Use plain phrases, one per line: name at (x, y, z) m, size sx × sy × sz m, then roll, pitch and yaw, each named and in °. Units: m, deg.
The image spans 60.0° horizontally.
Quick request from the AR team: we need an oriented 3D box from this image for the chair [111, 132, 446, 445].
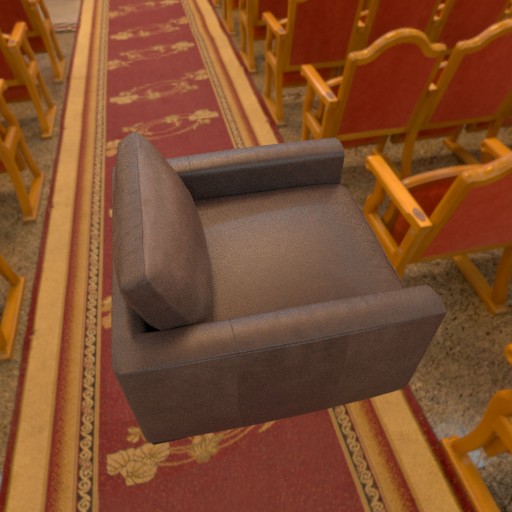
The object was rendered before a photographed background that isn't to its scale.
chair at (0.000, 0.000, 1.799) m, size 1.069 × 0.812 × 1.100 m, roll -9°, pitch 47°, yaw -8°
